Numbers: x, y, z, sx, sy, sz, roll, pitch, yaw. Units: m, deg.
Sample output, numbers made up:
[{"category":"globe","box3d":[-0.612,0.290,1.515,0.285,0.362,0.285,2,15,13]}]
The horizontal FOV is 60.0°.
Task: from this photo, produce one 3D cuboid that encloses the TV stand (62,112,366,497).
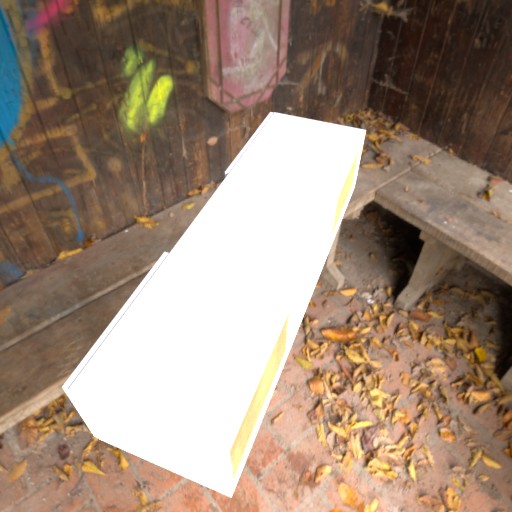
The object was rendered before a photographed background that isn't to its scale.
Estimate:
[{"category":"TV stand","box3d":[0.000,0.000,1.541,0.420,0.310,1.400,16,48,15]}]
